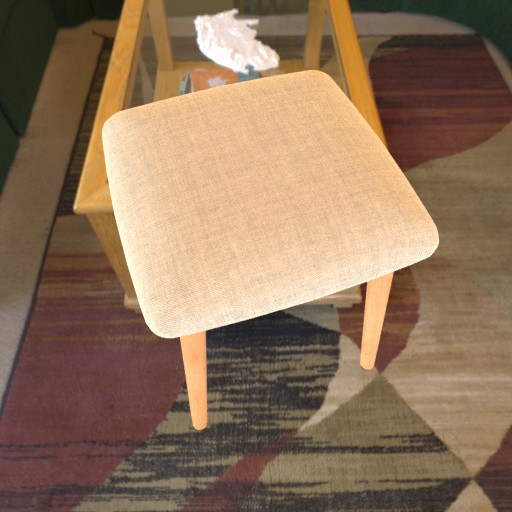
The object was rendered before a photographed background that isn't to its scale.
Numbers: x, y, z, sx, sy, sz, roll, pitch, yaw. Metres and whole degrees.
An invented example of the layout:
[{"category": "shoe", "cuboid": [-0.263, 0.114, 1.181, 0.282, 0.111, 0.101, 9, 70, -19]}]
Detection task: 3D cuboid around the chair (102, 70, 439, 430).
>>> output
[{"category": "chair", "cuboid": [0.000, 0.000, 0.697, 0.350, 0.440, 0.350, -16, 59, -10]}]
